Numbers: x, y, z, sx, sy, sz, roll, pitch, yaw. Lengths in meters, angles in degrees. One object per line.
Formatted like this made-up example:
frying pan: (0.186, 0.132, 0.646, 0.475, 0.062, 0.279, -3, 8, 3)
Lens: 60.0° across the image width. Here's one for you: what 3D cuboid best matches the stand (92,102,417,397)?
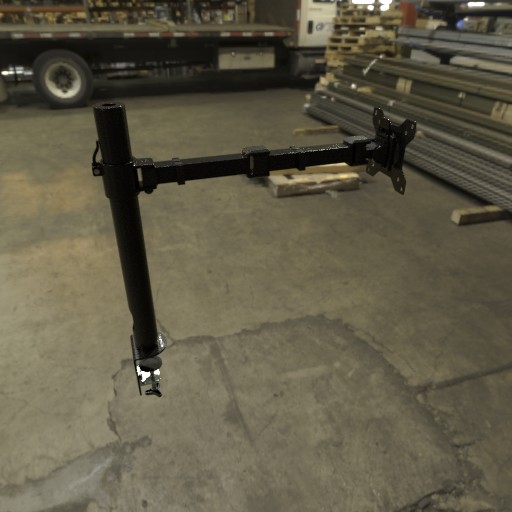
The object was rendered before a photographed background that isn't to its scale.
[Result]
stand: (0.000, 0.000, 0.736, 0.456, 0.510, 0.115, -10, 32, -16)
